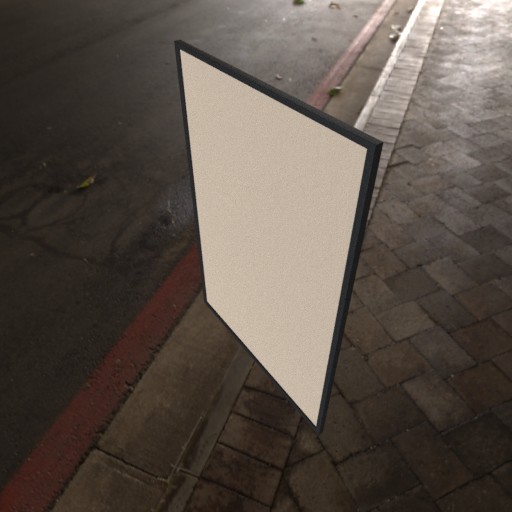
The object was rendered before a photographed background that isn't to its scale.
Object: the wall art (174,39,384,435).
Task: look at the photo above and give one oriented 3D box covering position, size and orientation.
[{"bbox_3d":[0.000,0.000,0.837,0.013,0.657,0.457,-26,48,-26],"label":"wall art"}]
